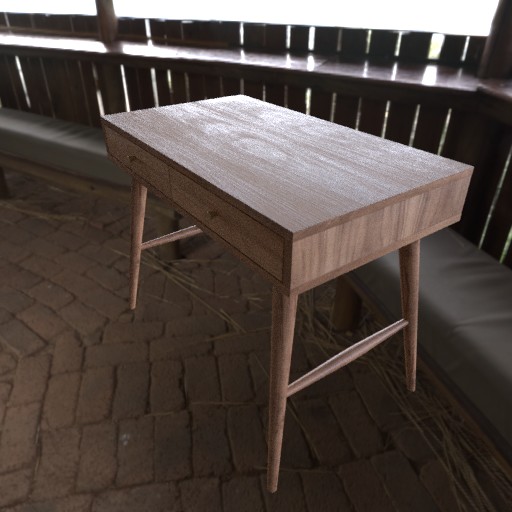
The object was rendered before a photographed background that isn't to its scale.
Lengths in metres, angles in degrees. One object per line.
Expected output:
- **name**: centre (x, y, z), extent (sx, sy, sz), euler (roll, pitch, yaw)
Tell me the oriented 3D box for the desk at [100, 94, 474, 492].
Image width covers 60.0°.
- **desk**: centre (0.000, 0.000, 1.407), extent (0.588, 0.758, 0.949), euler (-21, 37, -30)
